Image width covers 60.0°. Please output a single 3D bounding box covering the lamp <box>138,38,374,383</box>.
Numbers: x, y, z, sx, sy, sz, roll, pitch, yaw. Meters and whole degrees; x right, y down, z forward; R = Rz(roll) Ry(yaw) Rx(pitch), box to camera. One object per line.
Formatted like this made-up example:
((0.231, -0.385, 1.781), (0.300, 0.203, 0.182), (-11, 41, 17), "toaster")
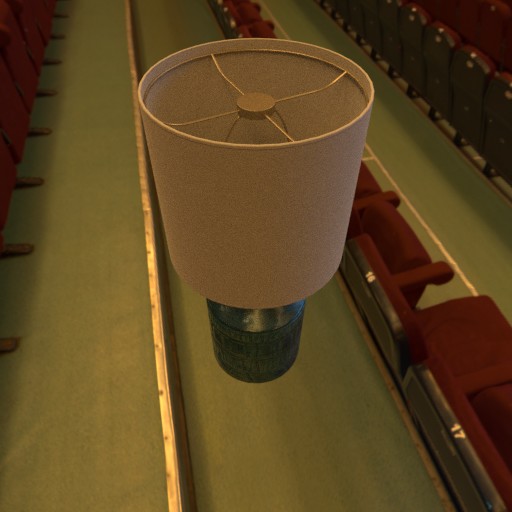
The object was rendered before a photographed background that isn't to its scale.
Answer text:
((0.000, 0.000, 0.565), (0.211, 0.455, 0.211), (-10, 47, -9), "lamp")
